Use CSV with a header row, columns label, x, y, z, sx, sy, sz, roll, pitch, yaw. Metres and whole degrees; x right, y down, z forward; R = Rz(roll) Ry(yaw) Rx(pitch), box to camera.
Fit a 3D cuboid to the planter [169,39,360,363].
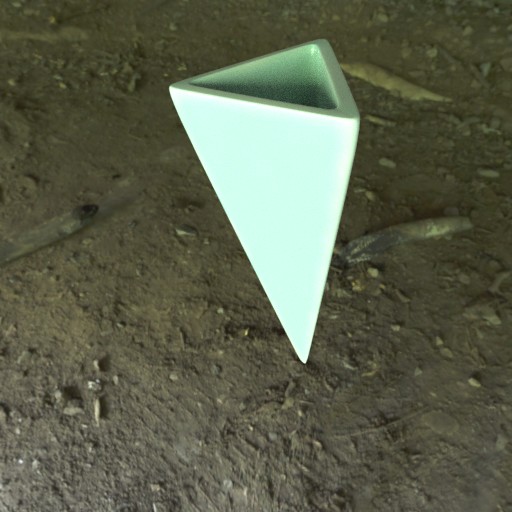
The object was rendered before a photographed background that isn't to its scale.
label,x,y,z,sx,sy,sz,roll,pitch,yaw
planter,0.000,0.000,0.218,0.064,0.178,0.080,0,42,0
